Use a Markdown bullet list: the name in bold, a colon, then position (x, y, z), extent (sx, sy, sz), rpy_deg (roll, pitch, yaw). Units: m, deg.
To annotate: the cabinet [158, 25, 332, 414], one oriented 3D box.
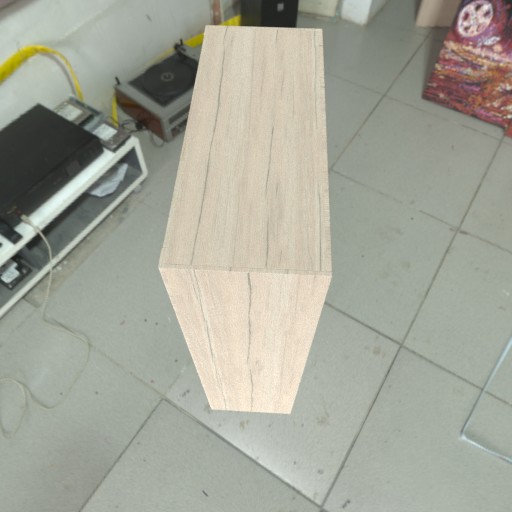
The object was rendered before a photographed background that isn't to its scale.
- **cabinet**: position (0.000, 0.000, 2.716), extent (0.580, 2.070, 1.400), rpy_deg (3, 59, 2)
